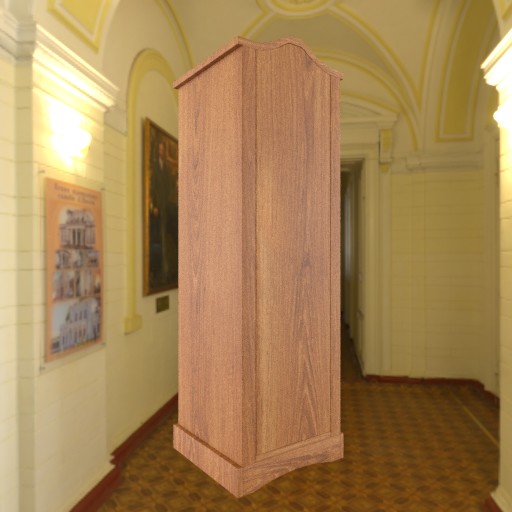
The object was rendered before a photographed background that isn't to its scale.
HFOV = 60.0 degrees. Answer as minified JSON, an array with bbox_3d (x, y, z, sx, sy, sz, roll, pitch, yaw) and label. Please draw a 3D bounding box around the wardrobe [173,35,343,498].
[{"bbox_3d":[0.000,0.000,2.113,0.590,1.870,0.570,0,0,-36],"label":"wardrobe"}]
